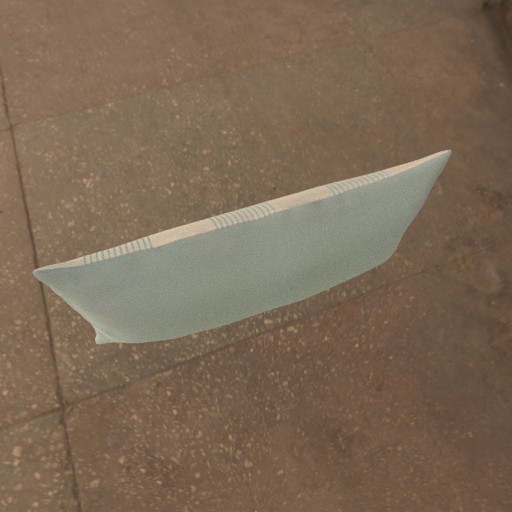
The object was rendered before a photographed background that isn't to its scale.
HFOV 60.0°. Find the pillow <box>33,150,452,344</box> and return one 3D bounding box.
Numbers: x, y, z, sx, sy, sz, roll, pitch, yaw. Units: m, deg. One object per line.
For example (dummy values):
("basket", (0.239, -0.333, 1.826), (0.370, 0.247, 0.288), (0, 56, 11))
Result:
("pillow", (0.000, 0.000, 0.729), (0.610, 0.287, 0.151), (-17, 61, -10))
